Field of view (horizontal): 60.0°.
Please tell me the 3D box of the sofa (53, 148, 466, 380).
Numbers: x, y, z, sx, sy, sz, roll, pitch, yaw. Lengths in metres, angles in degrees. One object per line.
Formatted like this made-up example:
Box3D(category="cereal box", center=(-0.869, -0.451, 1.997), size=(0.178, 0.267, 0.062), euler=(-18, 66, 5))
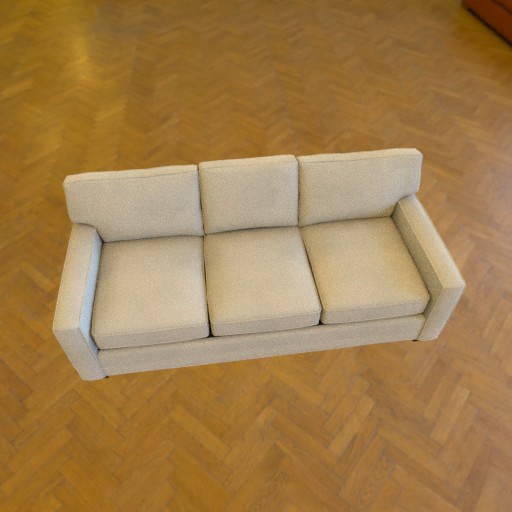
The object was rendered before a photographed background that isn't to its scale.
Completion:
Box3D(category="sofa", center=(0.000, 0.000, 2.586), size=(2.088, 0.862, 0.935), euler=(-6, 48, -5))
